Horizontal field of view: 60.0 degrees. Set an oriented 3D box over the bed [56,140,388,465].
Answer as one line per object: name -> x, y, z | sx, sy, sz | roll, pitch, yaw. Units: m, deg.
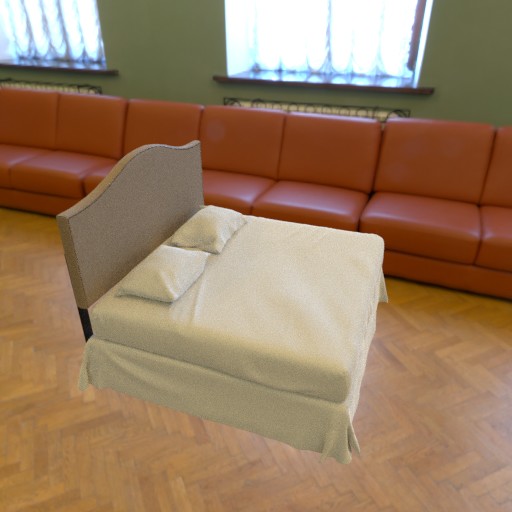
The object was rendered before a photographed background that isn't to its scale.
bed -> 0.000, 0.000, 3.729 | 2.222, 1.651, 2.311 | 10, 31, 17
